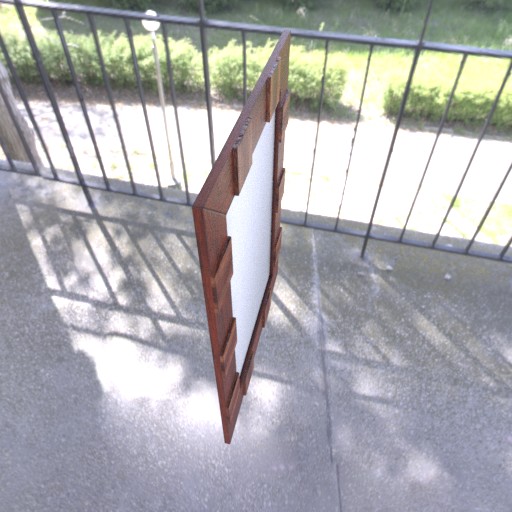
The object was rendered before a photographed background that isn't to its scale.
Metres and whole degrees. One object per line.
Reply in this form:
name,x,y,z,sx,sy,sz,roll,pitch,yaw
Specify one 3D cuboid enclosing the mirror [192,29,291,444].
mirror,0.000,0.000,1.051,0.021,0.805,0.600,10,48,9
